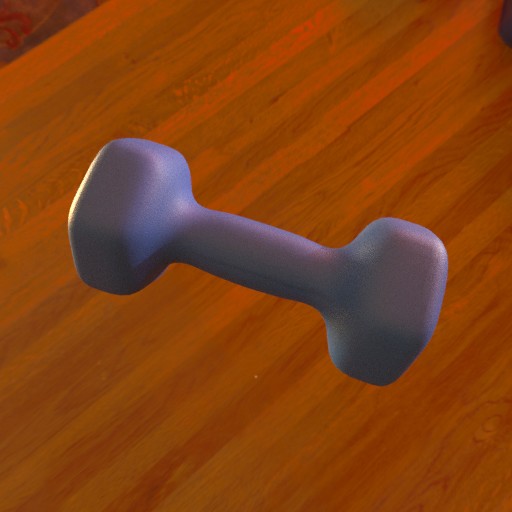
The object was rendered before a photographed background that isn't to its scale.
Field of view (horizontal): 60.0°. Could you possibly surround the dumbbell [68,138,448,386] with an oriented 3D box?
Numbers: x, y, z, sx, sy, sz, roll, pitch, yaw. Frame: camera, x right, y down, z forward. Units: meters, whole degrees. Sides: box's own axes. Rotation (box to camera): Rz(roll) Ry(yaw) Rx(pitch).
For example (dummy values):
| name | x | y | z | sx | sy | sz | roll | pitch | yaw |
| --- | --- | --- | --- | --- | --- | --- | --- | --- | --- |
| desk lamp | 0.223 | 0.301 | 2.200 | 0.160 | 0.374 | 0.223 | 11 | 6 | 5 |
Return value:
| name | x | y | z | sx | sy | sz | roll | pitch | yaw |
| --- | --- | --- | --- | --- | --- | --- | --- | --- | --- |
| dumbbell | 0.000 | 0.000 | 0.271 | 0.212 | 0.093 | 0.103 | 19 | 76 | 5 |
